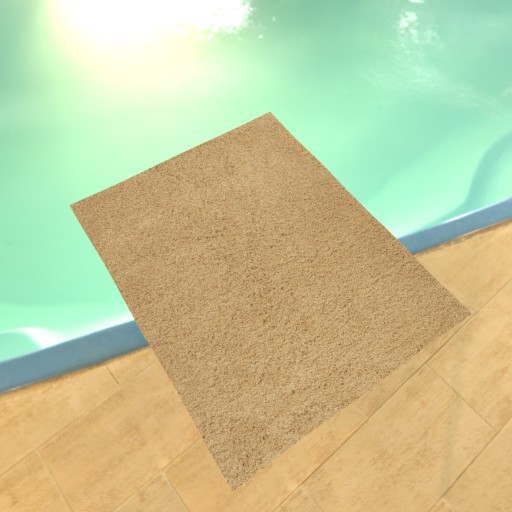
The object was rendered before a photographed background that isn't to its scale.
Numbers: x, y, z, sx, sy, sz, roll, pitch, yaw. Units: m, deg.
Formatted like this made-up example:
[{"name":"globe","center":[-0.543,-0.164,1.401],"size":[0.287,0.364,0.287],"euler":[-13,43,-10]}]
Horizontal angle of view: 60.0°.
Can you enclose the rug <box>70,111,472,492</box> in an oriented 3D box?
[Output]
[{"name":"rug","center":[0.000,0.000,4.060],"size":[2.400,0.025,3.000],"euler":[-30,63,-17]}]
